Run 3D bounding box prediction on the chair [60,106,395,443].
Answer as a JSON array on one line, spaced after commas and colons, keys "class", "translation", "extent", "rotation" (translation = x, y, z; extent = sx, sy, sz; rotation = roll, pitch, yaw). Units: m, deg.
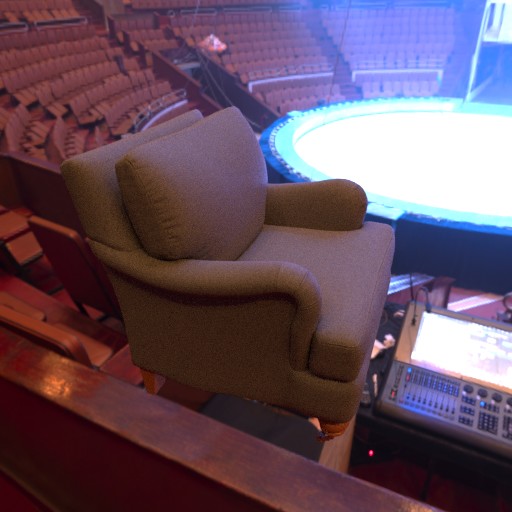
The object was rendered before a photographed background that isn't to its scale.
[{"class": "chair", "translation": [0.000, 0.000, 1.852], "extent": [1.070, 1.038, 0.955], "rotation": [11, 31, 19]}]
